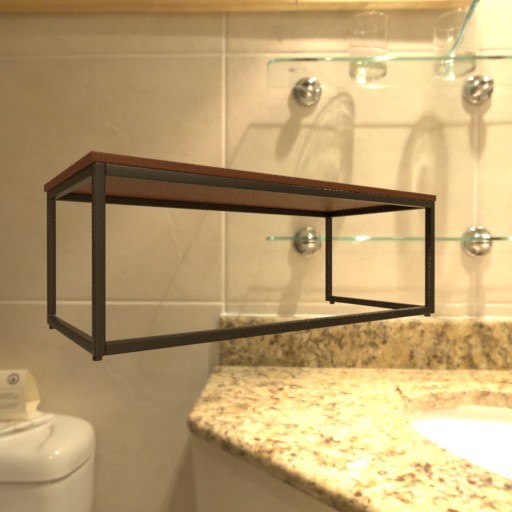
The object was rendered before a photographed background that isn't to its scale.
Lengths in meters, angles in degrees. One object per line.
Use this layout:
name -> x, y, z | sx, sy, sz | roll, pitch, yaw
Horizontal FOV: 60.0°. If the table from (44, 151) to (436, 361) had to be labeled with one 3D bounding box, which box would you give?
table -> 0.000, 0.000, 1.351 | 1.100, 0.400, 0.500 | 0, 0, -35
